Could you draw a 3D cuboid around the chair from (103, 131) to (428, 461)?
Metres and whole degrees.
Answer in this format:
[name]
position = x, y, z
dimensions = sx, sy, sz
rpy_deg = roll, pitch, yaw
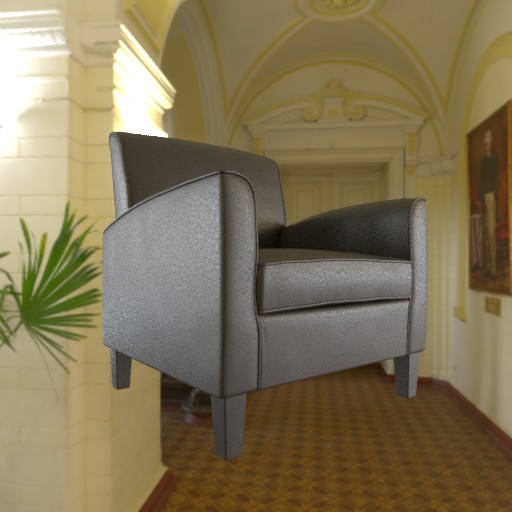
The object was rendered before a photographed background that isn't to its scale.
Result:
[chair]
position = 0.000, 0.000, 1.513
dimensions = 0.820, 0.916, 0.819
rpy_deg = 0, 0, -38
